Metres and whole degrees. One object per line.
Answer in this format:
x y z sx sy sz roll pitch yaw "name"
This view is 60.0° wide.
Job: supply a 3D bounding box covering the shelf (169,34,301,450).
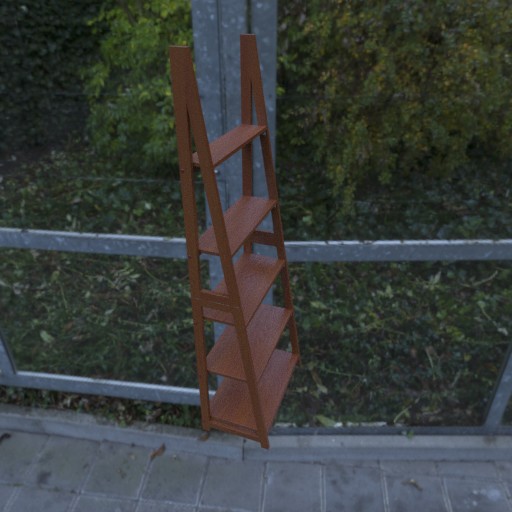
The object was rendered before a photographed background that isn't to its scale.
0.000 0.000 2.029 0.356 1.780 0.630 10 31 17 "shelf"
